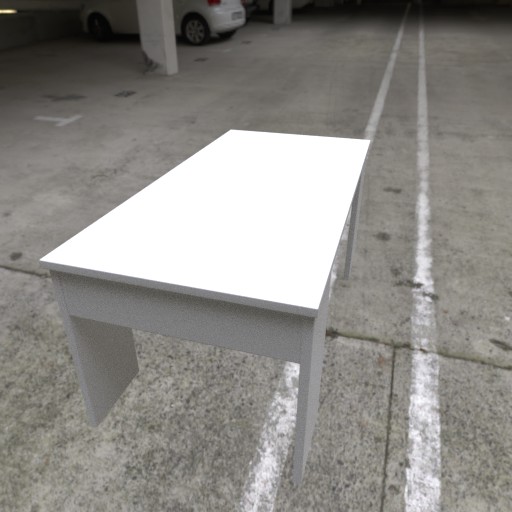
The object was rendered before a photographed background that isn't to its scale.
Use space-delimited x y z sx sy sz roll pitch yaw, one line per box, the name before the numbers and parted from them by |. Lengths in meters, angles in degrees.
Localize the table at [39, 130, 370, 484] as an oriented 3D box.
table | 0.000 0.000 1.247 0.500 0.440 1.000 9 30 15
